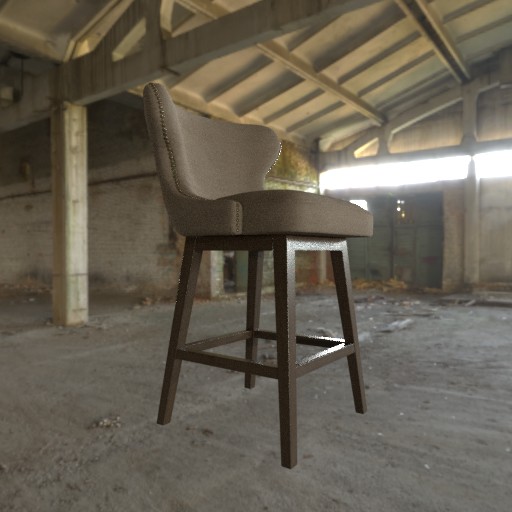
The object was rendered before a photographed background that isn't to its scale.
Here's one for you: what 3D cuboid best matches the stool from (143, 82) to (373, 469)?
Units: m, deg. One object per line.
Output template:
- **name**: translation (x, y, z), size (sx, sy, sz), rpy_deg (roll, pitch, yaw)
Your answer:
- **stool**: translation (0.000, 0.000, 1.347), size (0.597, 0.972, 0.615), rpy_deg (0, 1, 36)
